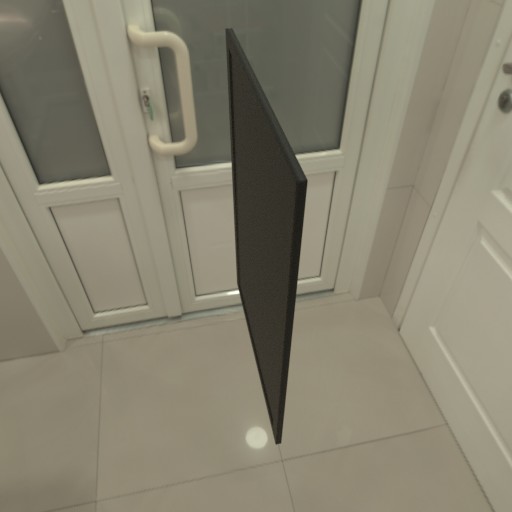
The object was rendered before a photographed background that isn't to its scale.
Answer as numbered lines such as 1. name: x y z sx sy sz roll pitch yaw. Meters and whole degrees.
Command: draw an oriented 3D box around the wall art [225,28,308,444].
1. wall art: 0.000 0.000 0.837 0.012 0.661 0.451 -9 46 -8
